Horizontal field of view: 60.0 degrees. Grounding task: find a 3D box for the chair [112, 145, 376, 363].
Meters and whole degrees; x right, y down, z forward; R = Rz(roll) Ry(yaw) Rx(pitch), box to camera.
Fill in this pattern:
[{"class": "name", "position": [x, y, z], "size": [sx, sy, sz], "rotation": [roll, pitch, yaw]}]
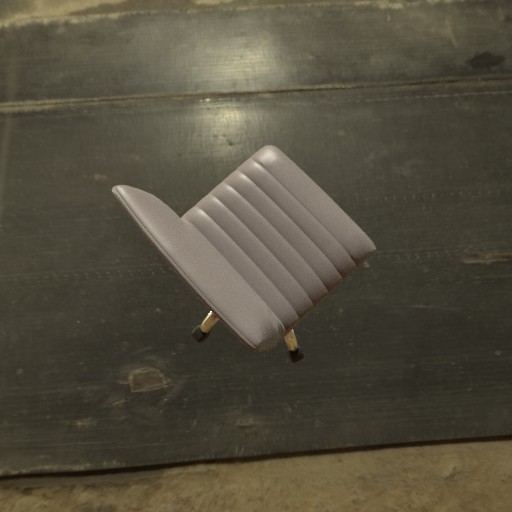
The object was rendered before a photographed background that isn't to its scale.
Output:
[{"class": "chair", "position": [0.000, 0.000, 1.158], "size": [0.542, 0.750, 0.569], "rotation": [-41, 78, -10]}]
